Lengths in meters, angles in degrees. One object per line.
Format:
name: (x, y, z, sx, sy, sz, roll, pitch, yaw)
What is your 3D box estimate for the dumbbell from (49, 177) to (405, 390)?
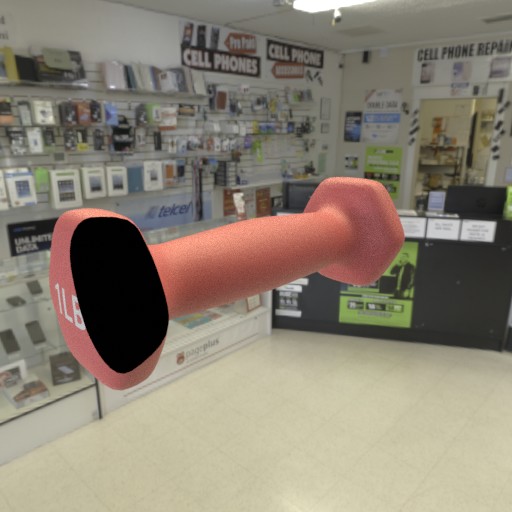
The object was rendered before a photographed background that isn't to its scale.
dumbbell: (0.000, 0.000, 0.146, 0.123, 0.043, 0.047, -15, 22, -42)
